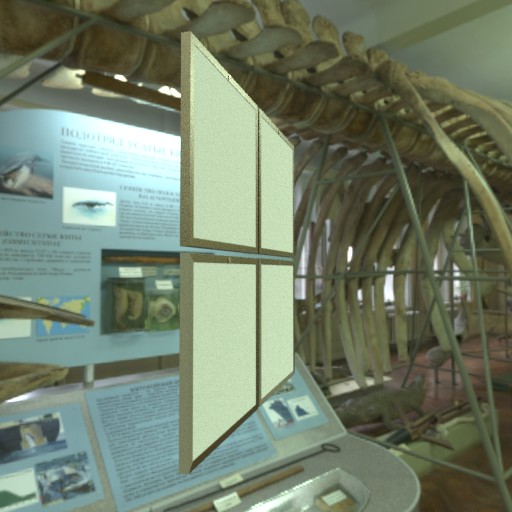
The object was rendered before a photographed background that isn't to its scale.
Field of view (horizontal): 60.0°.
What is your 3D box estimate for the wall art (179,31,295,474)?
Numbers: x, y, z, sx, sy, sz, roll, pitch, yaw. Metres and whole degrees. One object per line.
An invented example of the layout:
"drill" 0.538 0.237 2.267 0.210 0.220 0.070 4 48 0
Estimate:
"wall art" 0.000 0.000 1.521 0.030 1.032 1.032 -1 -2 19
